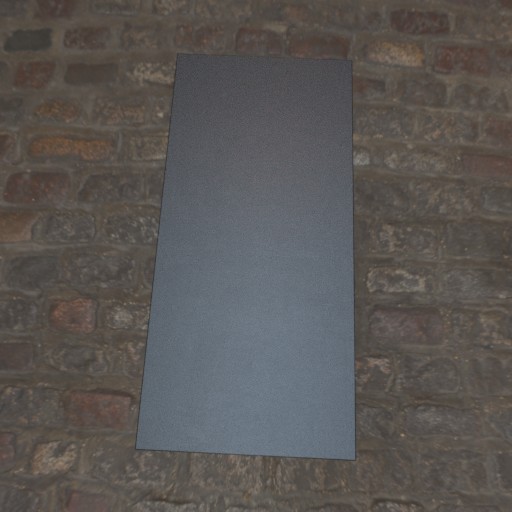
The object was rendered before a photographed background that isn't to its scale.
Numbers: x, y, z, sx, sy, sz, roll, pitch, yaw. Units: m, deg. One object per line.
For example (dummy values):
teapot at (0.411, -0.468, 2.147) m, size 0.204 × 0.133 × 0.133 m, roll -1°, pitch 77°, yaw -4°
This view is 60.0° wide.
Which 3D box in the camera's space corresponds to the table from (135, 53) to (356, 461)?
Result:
table at (0.000, 0.000, 1.312) m, size 0.483 × 0.457 × 1.016 m, roll 3°, pitch 75°, yaw 1°
